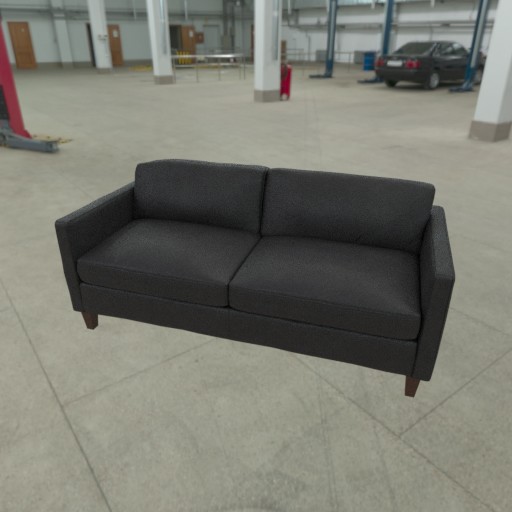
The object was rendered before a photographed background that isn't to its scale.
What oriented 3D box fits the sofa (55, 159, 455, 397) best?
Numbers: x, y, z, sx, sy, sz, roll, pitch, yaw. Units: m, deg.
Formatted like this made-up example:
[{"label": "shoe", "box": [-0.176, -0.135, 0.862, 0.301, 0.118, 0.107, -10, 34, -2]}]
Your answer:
[{"label": "sofa", "box": [0.000, 0.000, 2.500, 1.971, 0.863, 0.933, 8, 27, 16]}]
